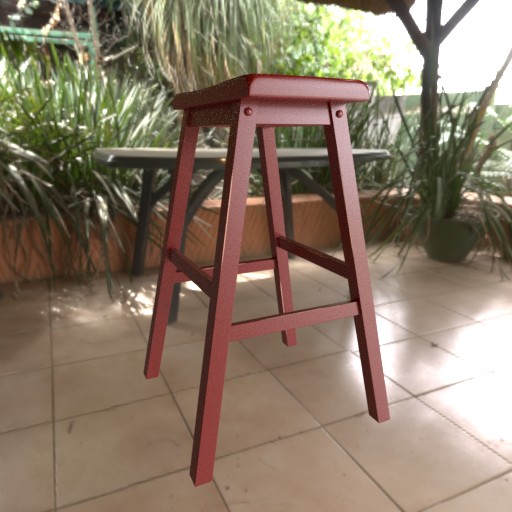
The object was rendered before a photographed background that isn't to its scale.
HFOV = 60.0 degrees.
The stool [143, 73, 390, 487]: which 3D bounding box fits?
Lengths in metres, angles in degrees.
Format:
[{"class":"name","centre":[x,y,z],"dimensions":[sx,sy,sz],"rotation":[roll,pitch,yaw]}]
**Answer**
[{"class":"stool","centre":[0.000,0.000,1.037],"dimensions":[0.476,0.737,0.457],"rotation":[-7,17,-25]}]
